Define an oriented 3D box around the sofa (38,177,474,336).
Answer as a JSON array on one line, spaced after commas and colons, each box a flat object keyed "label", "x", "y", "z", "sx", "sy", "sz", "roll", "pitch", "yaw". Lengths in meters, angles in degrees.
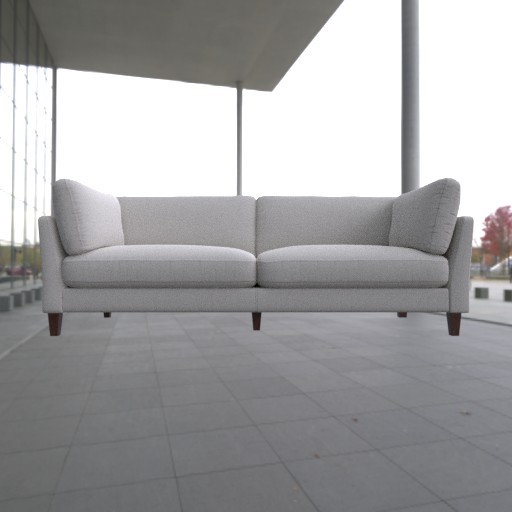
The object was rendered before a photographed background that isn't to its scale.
[{"label": "sofa", "x": 0.000, "y": 0.000, "z": 2.765, "sx": 2.301, "sy": 0.863, "sz": 0.957, "roll": 0, "pitch": -1, "yaw": 0}]
